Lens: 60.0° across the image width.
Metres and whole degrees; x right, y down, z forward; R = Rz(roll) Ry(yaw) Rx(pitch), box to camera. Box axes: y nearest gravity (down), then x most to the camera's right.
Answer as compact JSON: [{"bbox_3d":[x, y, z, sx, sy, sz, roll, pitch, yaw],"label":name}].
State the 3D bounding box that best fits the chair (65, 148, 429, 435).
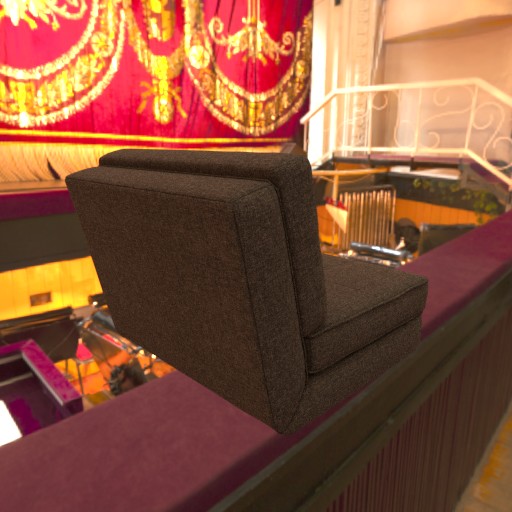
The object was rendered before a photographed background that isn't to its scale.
[{"bbox_3d":[0.000,0.000,1.307,0.800,0.615,0.740,-14,20,-43],"label":"chair"}]
